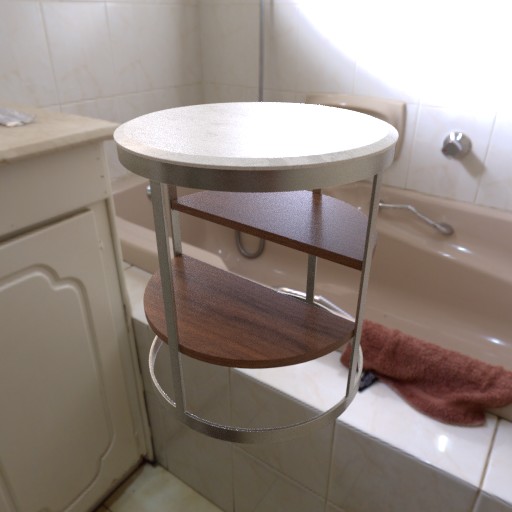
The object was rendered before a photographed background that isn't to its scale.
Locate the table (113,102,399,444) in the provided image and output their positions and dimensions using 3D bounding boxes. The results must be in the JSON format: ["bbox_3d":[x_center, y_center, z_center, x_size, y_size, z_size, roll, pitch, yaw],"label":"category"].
[{"bbox_3d":[0.000,0.000,0.759,0.407,0.447,0.407,0,28,0],"label":"table"}]
